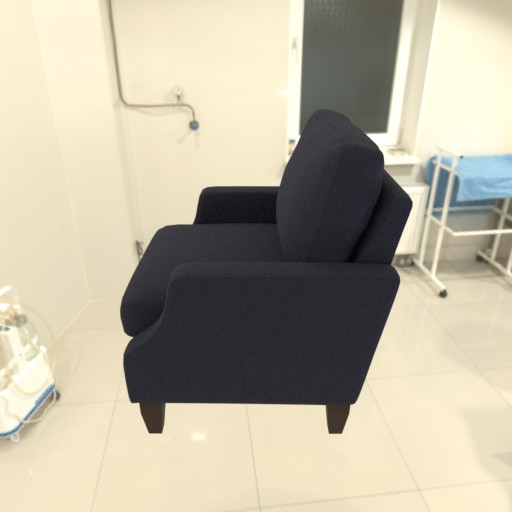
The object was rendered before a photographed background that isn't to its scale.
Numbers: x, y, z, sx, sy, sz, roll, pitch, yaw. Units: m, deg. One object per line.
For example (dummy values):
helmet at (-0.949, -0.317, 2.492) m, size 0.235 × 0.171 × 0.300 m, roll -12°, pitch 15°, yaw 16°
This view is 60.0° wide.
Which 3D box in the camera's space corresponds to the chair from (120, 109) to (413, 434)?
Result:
chair at (0.000, 0.000, 1.673) m, size 0.897 × 0.991 × 0.855 m, roll 0°, pitch 26°, yaw 0°
